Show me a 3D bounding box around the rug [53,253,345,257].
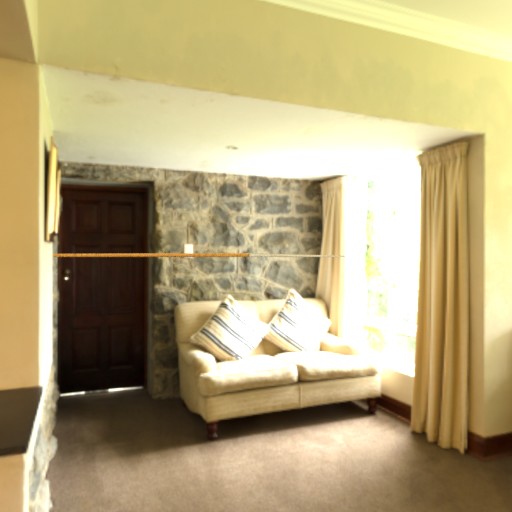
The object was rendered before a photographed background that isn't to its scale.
[{"bbox_3d":[0.000,0.000,2.674,0.775,0.012,2.452,0,0,18],"label":"rug"}]
